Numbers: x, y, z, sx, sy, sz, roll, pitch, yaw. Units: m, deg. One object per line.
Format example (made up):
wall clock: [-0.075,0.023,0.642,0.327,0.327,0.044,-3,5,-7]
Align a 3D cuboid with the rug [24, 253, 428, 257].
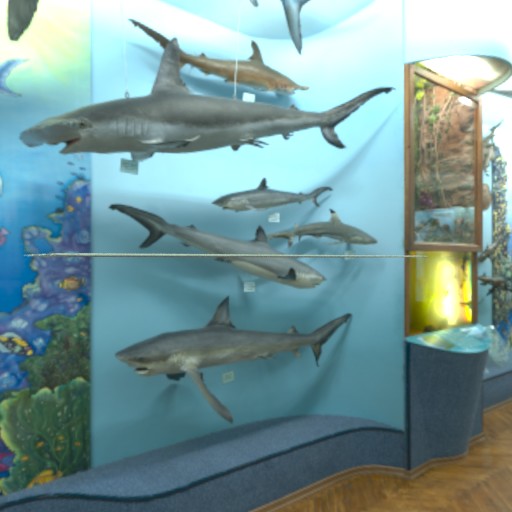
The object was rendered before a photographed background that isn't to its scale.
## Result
rug: [0.000,0.000,2.717,2.449,0.011,0.774,0,0,-36]
